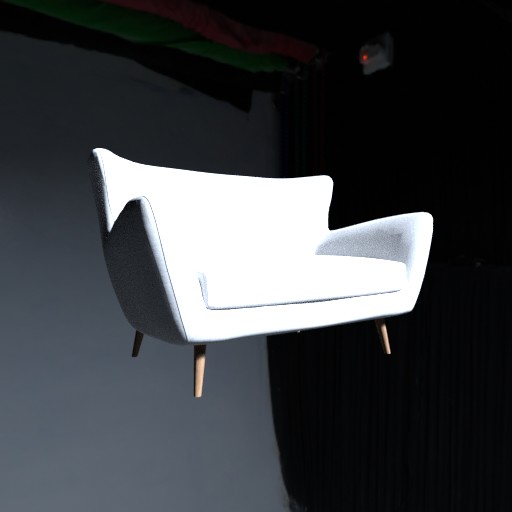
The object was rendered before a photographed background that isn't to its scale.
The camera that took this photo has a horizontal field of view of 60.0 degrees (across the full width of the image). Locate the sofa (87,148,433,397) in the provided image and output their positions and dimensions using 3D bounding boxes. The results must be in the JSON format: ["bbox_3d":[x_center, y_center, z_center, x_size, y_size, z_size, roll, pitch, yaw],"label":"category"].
[{"bbox_3d":[0.000,0.000,1.996,1.424,0.878,0.921,-1,2,-36],"label":"sofa"}]
